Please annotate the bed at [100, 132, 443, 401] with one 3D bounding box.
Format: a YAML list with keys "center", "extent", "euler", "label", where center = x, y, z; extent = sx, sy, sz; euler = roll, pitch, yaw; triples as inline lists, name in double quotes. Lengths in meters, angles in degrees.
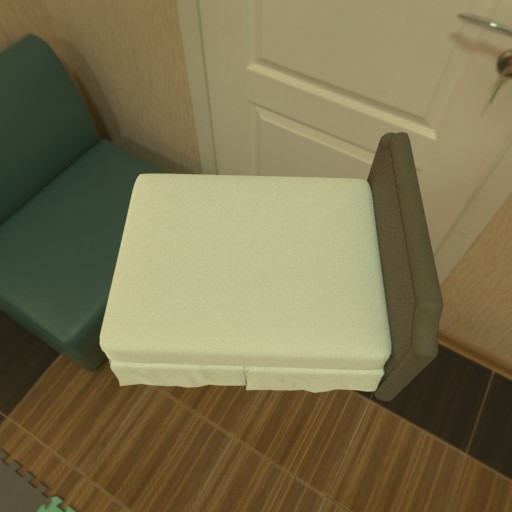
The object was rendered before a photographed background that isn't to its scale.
- center: [0.000, 0.000, 3.402]
  extent: [2.181, 1.297, 1.831]
  euler: [2, 59, 1]
  label: "bed"
